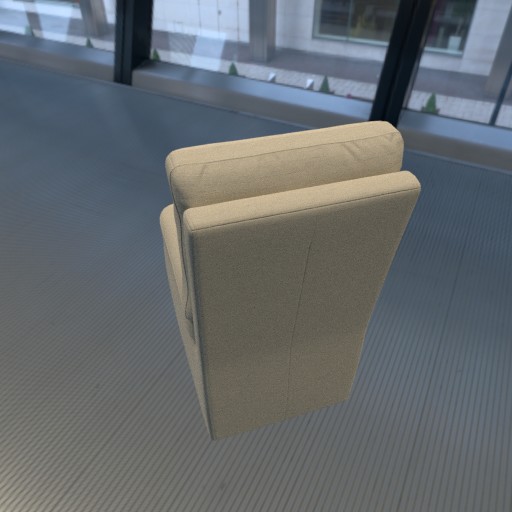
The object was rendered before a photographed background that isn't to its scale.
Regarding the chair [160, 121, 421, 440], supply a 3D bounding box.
[{"bbox_3d":[0.000,0.000,1.319,0.503,0.927,0.698,-12,41,-14],"label":"chair"}]
